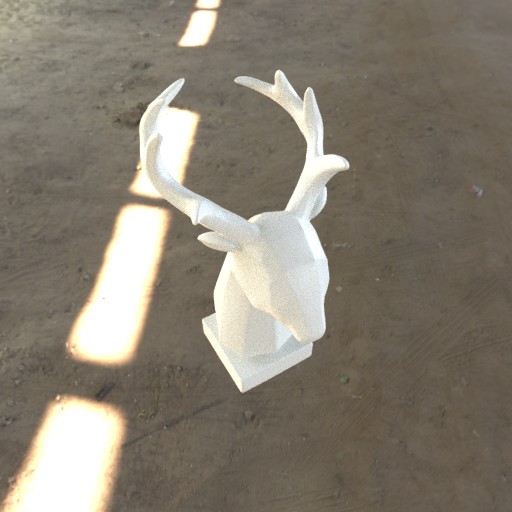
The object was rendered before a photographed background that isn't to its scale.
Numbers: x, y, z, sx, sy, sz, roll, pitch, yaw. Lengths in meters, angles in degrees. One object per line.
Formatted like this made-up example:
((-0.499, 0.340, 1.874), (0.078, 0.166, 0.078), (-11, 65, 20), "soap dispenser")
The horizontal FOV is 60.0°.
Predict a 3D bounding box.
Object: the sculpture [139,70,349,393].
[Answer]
((0.000, 0.000, 0.461), (0.174, 0.329, 0.224), (-23, 50, -21), "sculpture")
